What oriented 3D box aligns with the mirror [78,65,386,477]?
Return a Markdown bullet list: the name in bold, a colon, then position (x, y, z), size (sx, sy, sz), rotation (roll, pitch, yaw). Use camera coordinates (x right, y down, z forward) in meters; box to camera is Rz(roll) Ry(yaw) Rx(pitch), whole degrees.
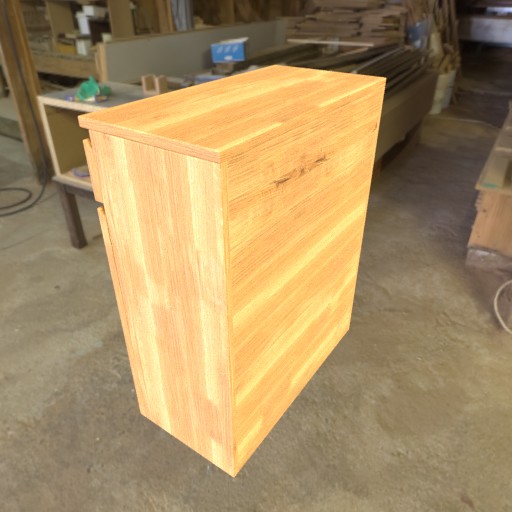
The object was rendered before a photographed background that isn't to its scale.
- **mirror**: position (0.000, 0.000, 1.422), size (0.400, 1.000, 0.800), rotation (20, 38, 29)
